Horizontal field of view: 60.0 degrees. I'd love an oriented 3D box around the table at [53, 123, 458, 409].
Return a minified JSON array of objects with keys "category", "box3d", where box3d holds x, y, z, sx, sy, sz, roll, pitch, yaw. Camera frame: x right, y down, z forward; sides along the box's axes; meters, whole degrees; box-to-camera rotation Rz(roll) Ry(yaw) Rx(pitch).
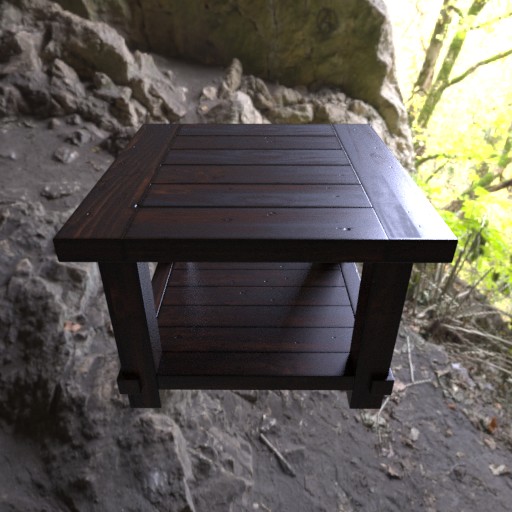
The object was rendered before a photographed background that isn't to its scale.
[{"category":"table","box3d":[0.000,0.000,1.017,0.593,0.437,0.606,0,32,0]}]
